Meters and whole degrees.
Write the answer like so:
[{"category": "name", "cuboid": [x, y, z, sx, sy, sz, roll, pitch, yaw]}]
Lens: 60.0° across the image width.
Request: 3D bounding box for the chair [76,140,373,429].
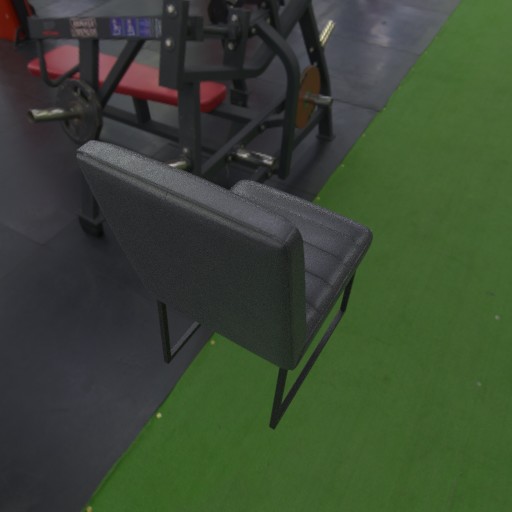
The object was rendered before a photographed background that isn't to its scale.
[{"category": "chair", "cuboid": [0.000, 0.000, 1.321, 0.520, 0.930, 0.634, 25, 52, 21]}]
